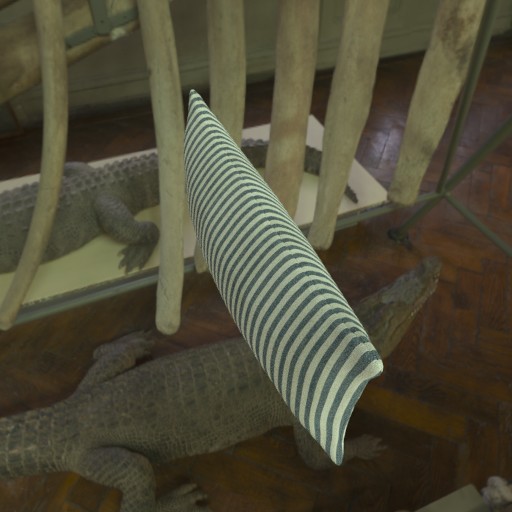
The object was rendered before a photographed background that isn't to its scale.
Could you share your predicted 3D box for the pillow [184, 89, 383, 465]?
[{"bbox_3d":[0.000,0.000,0.725,0.151,0.295,0.617,-17,49,-15],"label":"pillow"}]
